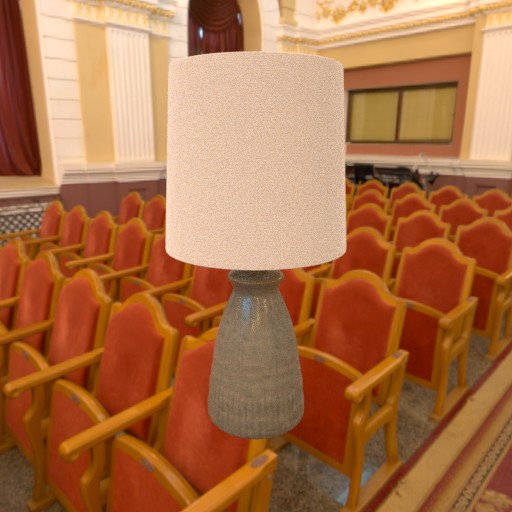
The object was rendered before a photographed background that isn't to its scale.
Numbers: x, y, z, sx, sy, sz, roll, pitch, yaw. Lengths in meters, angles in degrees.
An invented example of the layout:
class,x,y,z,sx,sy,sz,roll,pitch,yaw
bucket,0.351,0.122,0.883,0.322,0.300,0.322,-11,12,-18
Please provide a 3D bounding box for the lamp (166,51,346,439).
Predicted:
class,x,y,z,sx,sy,sz,roll,pitch,yaw
lamp,0.000,0.000,0.469,0.186,0.369,0.186,0,14,0
